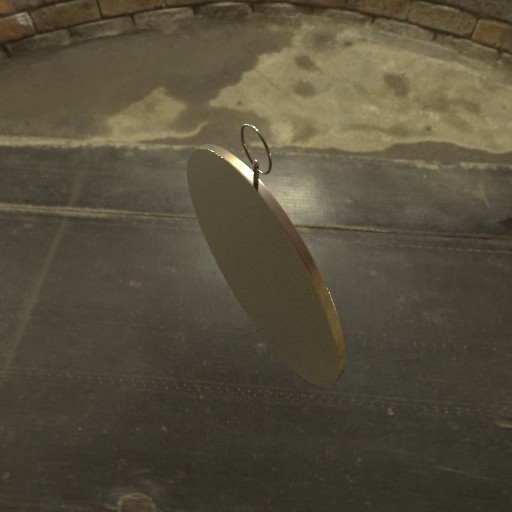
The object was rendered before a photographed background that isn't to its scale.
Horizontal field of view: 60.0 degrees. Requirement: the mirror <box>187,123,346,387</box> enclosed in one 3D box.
[{"bbox_3d":[0.000,0.000,0.959,0.020,0.713,0.594,-29,63,-17],"label":"mirror"}]
